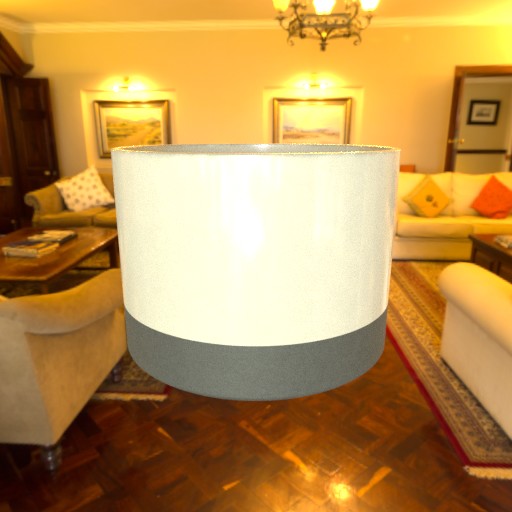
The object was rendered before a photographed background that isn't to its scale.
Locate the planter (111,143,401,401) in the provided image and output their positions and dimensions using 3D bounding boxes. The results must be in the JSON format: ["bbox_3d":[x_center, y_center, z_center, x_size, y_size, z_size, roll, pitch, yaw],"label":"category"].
[{"bbox_3d":[0.000,0.000,0.219,0.128,0.105,0.128,0,16,0],"label":"planter"}]
